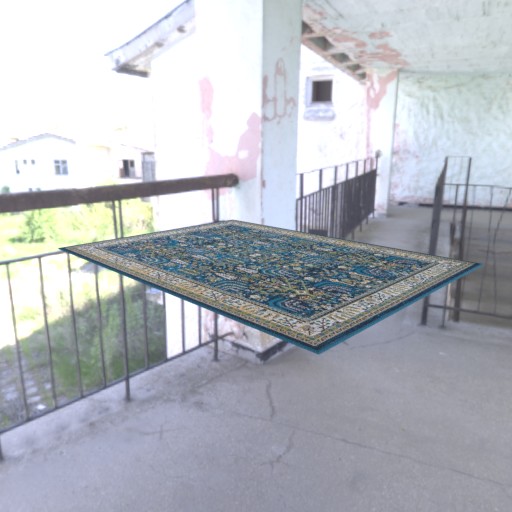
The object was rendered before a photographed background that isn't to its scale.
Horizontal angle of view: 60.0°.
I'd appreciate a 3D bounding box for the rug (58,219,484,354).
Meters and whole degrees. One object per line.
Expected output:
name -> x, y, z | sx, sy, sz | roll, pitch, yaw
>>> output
rug -> 0.000, 0.000, 3.896 | 3.044, 0.015, 2.226 | 14, 20, 43
